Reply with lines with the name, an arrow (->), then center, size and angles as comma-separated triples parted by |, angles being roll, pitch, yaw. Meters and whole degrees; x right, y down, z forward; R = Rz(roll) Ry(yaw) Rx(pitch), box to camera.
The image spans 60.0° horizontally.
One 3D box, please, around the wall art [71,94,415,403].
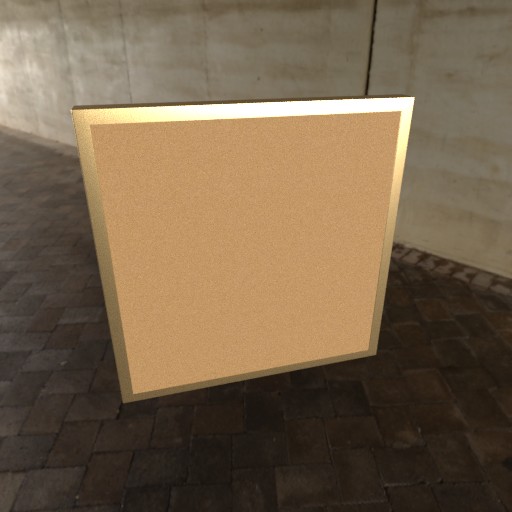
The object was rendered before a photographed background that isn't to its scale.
wall art -> 0.000, 0.000, 0.459 | 0.305, 0.305, 0.023 | -7, 27, -14
